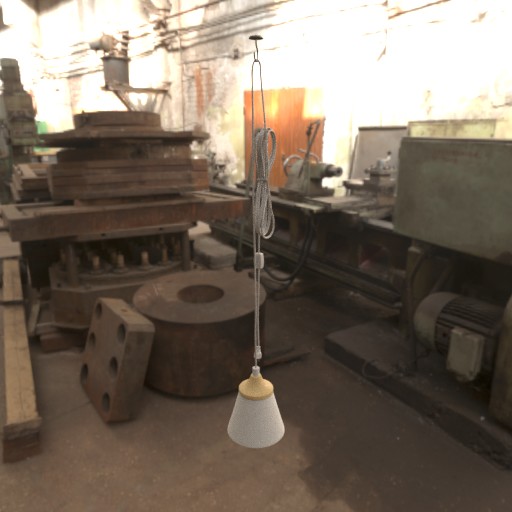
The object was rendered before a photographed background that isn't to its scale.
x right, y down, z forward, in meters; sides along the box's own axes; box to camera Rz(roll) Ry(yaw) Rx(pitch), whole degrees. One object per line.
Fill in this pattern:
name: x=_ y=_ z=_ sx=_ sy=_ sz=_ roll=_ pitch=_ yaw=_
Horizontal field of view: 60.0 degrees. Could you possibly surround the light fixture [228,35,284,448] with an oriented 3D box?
light fixture: x=0.000 y=0.000 z=1.069 sx=0.153 sy=0.966 sz=0.153 roll=-15 pitch=21 yaw=-43
